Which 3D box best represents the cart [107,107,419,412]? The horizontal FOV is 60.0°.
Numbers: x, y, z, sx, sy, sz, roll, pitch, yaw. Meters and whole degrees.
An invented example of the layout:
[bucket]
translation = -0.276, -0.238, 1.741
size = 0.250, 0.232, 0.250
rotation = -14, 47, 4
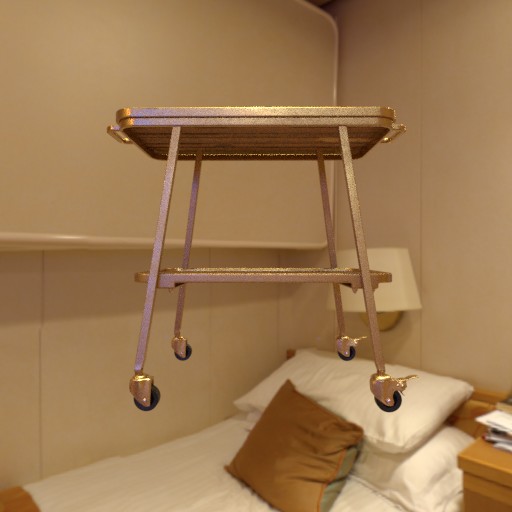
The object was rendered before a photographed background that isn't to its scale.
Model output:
[cart]
translation = 0.000, 0.000, 1.246
size = 0.806, 0.700, 0.524
rotation = 0, 0, 0
